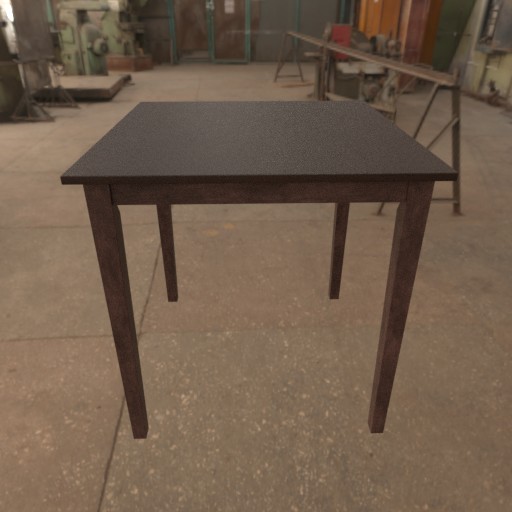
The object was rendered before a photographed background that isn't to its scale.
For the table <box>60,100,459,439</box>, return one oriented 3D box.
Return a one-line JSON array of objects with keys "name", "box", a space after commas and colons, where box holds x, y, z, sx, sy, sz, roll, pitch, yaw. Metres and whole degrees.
[{"name": "table", "box": [0.000, 0.000, 1.346, 0.749, 0.770, 0.749, -1, 29, -1]}]
